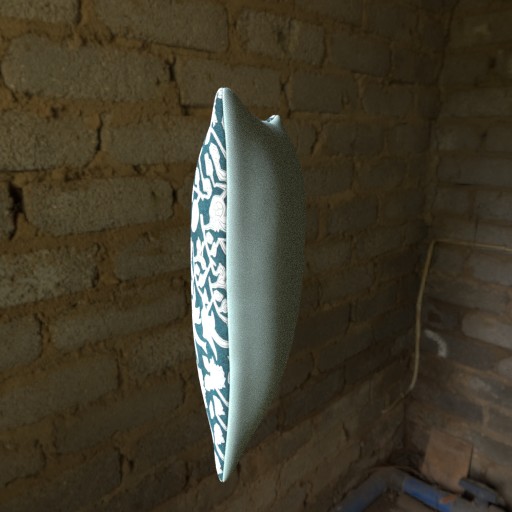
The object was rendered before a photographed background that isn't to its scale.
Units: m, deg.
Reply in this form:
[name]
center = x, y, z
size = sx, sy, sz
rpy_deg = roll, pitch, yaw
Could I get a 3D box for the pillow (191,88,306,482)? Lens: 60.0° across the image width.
[pillow]
center = 0.000, 0.000, 0.789
size = 0.166, 0.508, 0.525
rpy_deg = 2, 15, 9
